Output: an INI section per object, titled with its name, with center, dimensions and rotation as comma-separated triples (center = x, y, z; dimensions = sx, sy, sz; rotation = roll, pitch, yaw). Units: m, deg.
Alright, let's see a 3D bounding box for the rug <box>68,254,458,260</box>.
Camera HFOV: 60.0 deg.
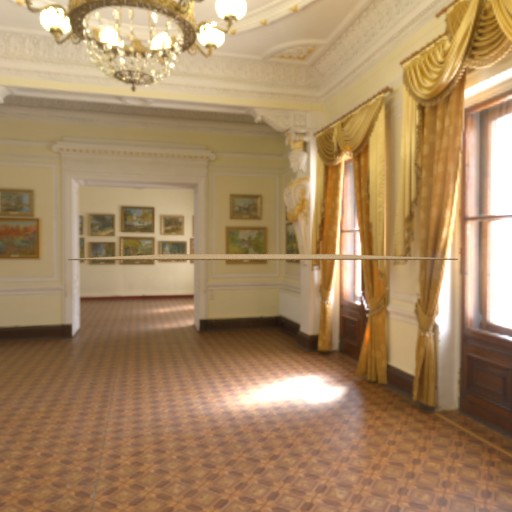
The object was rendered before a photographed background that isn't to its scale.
[rug]
center = 0.000, 0.000, 3.695
dimensions = 1.981, 0.006, 2.895
rotation = 0, 1, -2
